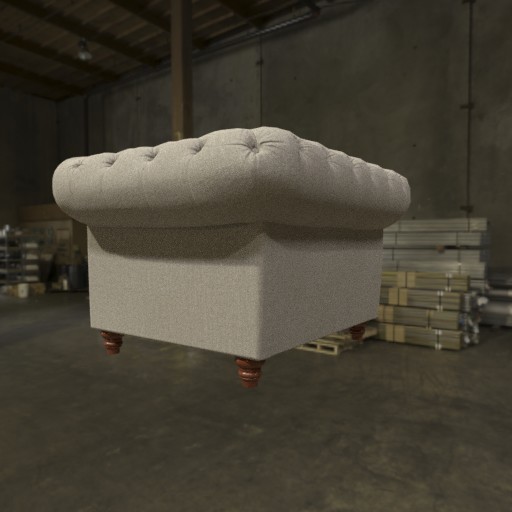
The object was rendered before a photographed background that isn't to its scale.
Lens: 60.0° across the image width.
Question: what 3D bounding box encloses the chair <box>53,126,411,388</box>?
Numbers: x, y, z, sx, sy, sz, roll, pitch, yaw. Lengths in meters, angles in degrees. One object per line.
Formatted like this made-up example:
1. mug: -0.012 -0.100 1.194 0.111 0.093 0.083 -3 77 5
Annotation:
1. chair: 0.000 0.000 1.839 0.976 0.770 1.270 1 2 36
